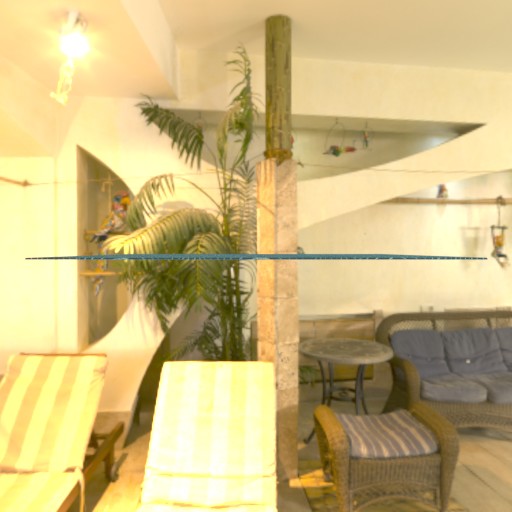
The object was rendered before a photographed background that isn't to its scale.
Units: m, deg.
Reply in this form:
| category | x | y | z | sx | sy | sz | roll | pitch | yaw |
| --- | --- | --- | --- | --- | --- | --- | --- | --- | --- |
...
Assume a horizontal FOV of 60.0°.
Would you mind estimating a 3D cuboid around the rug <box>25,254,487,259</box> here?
| category | x | y | z | sx | sy | sz | roll | pitch | yaw |
| --- | --- | --- | --- | --- | --- | --- | --- | --- | --- |
| rug | 0.000 | 0.000 | 4.117 | 3.033 | 0.012 | 2.432 | 0 | 1 | 0 |
